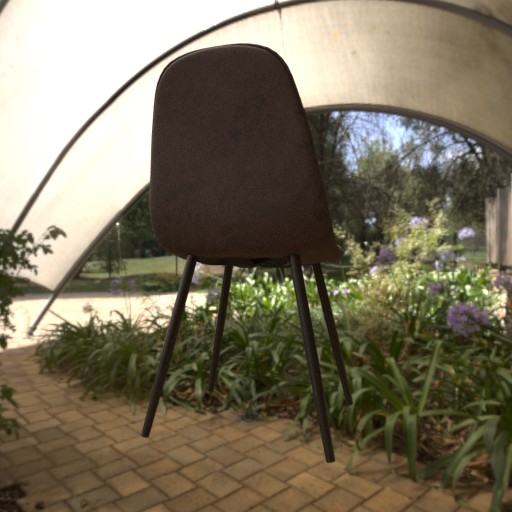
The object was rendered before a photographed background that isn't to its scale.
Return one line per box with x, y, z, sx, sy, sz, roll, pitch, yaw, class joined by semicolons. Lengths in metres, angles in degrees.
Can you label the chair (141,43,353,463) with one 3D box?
0.000;0.000;1.197;0.472;0.889;0.561;0;-1;18;chair
